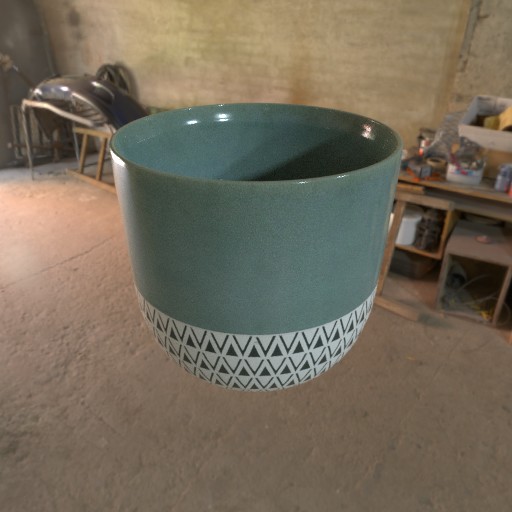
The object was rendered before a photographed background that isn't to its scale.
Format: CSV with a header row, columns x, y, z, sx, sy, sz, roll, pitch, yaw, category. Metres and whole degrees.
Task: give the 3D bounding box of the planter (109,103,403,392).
x,y,z,sx,sy,sz,roll,pitch,yaw,category
0.000,0.000,0.483,0.266,0.270,0.266,0,30,0,planter
